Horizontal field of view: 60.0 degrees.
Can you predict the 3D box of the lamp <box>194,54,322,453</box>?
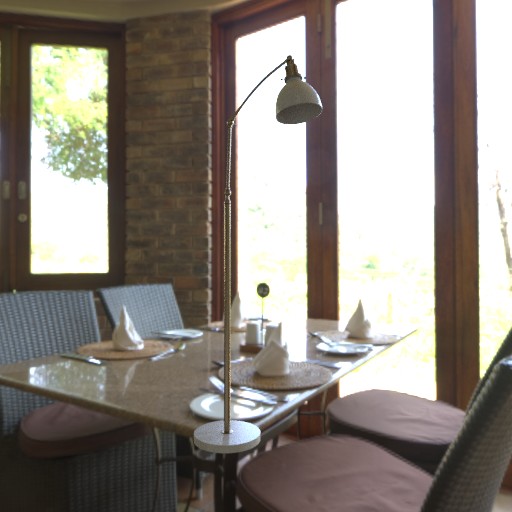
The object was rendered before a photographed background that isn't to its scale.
[{"bbox_3d":[0.000,0.000,1.841,0.599,1.586,0.288,-1,-1,37],"label":"lamp"}]
